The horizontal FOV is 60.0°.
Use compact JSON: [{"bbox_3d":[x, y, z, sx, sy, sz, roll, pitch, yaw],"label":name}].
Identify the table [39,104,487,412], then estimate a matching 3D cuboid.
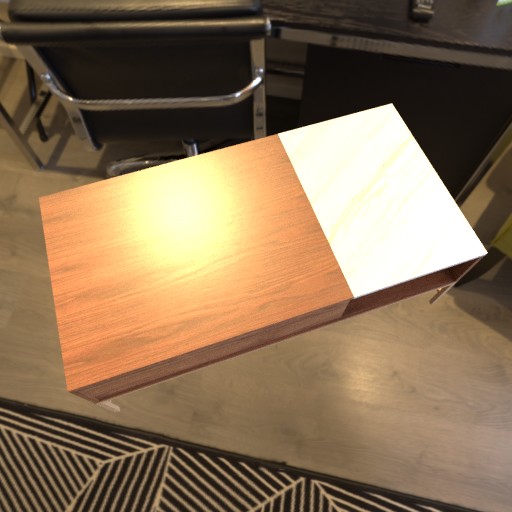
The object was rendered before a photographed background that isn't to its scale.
[{"bbox_3d":[0.000,0.000,1.953,1.553,0.551,0.789,-17,65,-8],"label":"table"}]
